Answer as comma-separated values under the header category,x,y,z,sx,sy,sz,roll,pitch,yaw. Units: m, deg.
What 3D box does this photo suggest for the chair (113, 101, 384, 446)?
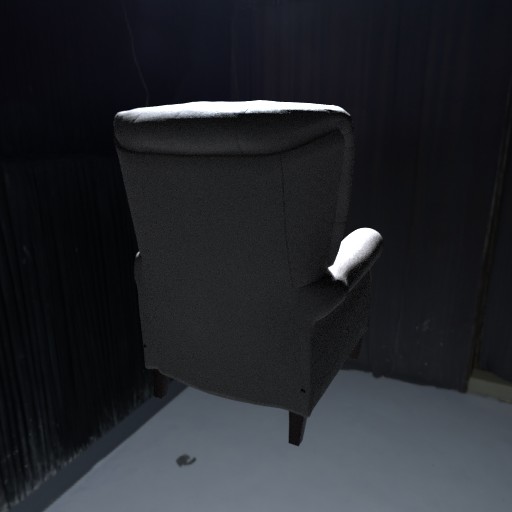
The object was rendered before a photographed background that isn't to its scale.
category,x,y,z,sx,sy,sz,roll,pitch,yaw
chair,0.000,0.000,1.891,0.942,1.209,1.025,8,18,27
